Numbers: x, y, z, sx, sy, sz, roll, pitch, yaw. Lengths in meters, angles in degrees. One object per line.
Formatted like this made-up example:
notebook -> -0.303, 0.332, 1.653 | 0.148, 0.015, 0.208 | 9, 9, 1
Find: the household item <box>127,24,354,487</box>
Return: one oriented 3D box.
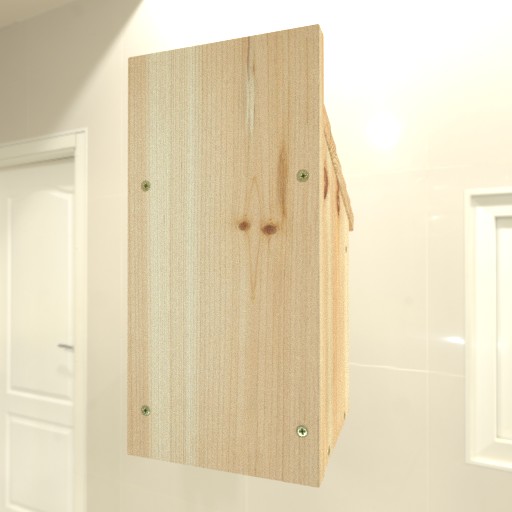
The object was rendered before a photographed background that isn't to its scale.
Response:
household item -> 0.000, 0.000, 0.390 | 0.149, 0.300, 0.171 | 0, 0, 19
